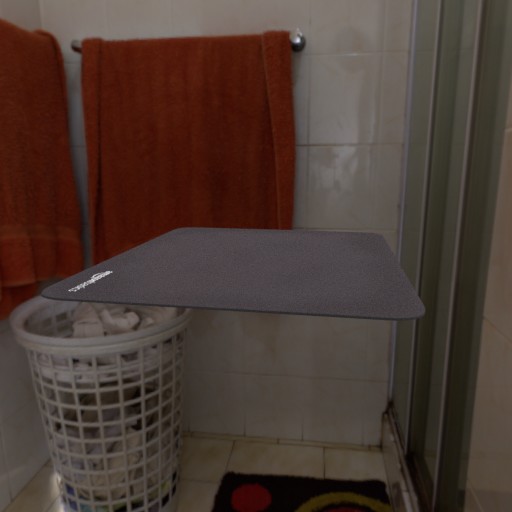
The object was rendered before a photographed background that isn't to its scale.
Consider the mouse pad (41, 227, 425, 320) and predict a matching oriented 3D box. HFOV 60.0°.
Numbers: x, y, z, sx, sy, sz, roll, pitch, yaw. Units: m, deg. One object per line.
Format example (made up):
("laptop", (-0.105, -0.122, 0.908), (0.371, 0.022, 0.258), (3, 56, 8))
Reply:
("mouse pad", (0.000, 0.000, 0.437), (0.269, 0.002, 0.315), (2, 13, 10))
